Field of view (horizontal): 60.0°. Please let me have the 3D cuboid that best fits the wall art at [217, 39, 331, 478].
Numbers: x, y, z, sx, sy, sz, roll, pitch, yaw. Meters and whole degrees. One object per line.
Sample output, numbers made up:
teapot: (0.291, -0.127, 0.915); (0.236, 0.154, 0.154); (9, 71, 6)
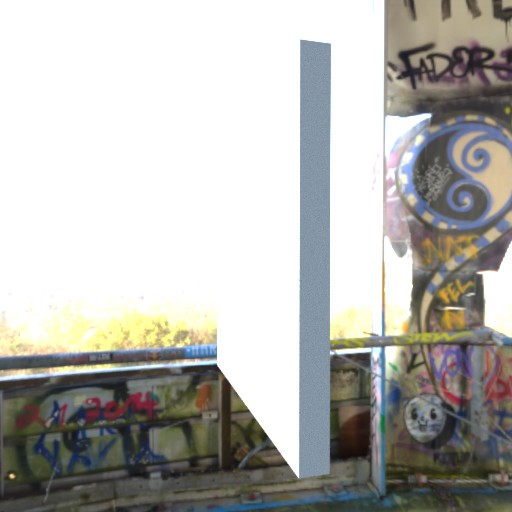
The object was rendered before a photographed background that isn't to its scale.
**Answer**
wall art: (0.000, 0.000, 0.532); (0.027, 0.355, 0.355); (0, 2, -16)
